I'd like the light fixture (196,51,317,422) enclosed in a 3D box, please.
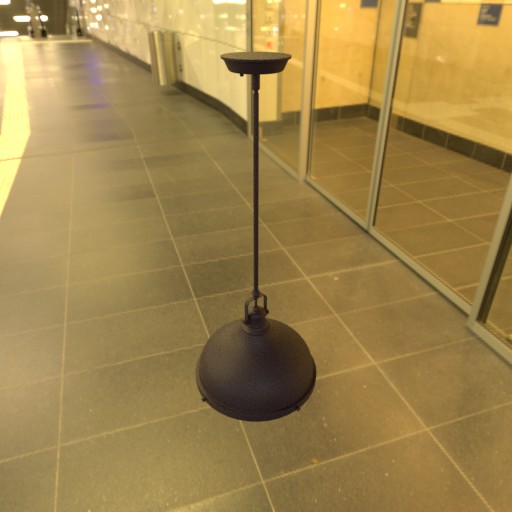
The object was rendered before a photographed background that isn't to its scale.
[{"bbox_3d":[0.000,0.000,1.024,0.341,0.849,0.341,-22,37,-32],"label":"light fixture"}]
